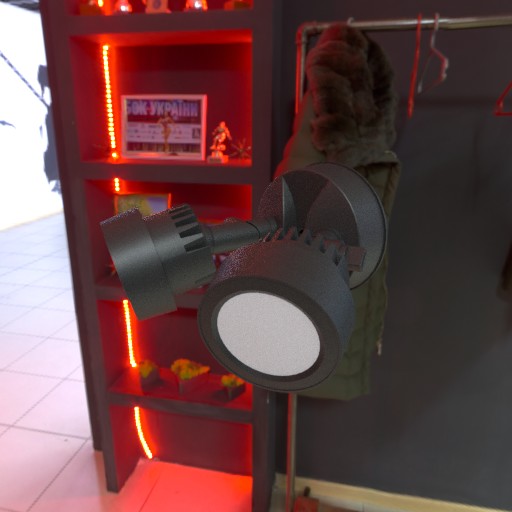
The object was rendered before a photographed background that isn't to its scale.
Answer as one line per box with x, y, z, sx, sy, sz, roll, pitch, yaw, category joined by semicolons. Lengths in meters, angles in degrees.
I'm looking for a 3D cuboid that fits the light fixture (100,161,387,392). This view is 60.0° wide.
0.000;0.000;0.310;0.213;0.120;0.168;16;23;42;light fixture
